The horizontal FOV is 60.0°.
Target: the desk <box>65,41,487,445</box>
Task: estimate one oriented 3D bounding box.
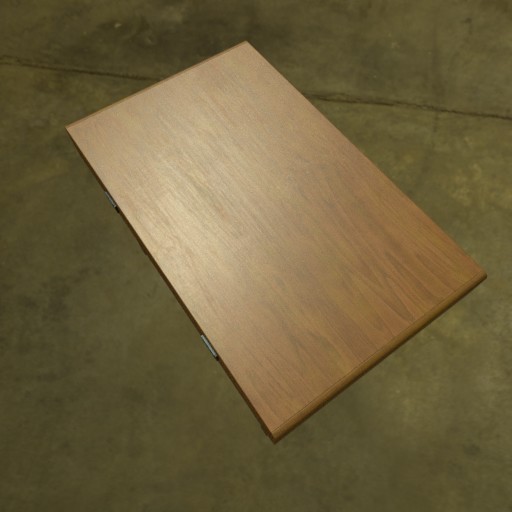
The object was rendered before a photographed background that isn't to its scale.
[{"bbox_3d":[0.000,0.000,1.543,0.660,0.754,1.066,-32,68,-15],"label":"desk"}]
